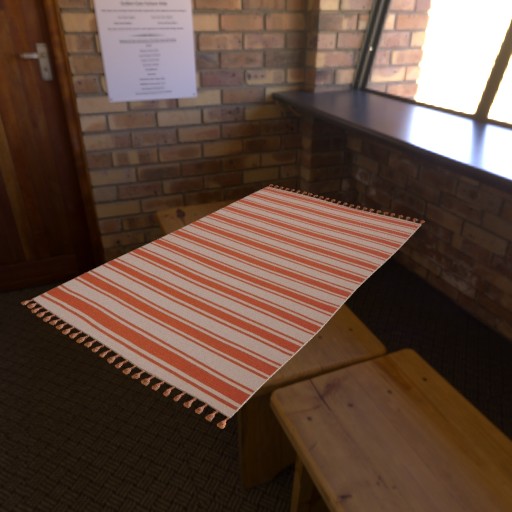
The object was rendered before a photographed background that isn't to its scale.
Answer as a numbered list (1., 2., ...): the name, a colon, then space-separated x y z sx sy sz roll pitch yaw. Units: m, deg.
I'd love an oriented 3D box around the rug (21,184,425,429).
1. rug: 0.000 0.000 2.498 1.232 0.017 2.092 19 34 31
